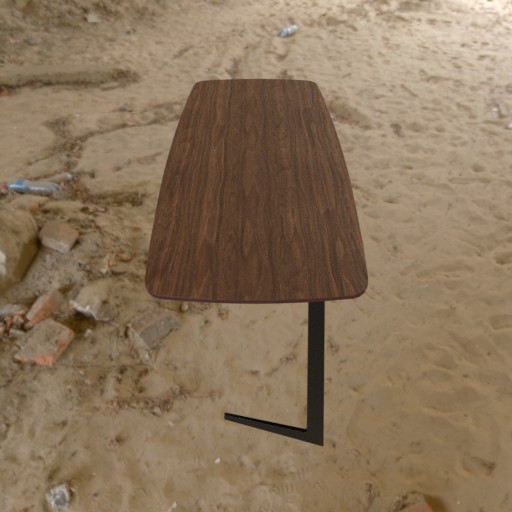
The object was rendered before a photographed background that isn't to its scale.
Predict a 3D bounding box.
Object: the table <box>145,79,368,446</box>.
[{"bbox_3d":[0.000,0.000,1.112,0.361,0.576,0.804,0,43,0],"label":"table"}]
